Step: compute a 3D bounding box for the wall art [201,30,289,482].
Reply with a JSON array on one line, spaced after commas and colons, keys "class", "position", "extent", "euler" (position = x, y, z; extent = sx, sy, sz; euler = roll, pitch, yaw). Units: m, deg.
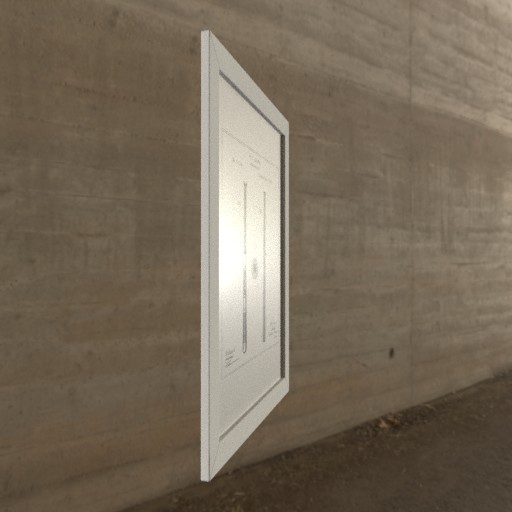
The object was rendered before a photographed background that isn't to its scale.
[{"class": "wall art", "position": [0.000, 0.000, 0.696], "extent": [0.012, 0.529, 0.374], "euler": [0, 0, 18]}]
